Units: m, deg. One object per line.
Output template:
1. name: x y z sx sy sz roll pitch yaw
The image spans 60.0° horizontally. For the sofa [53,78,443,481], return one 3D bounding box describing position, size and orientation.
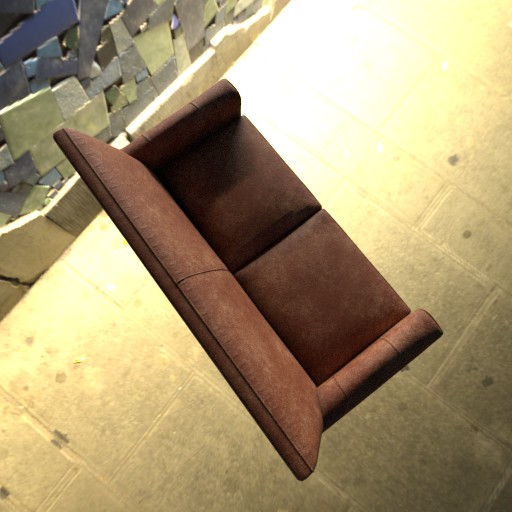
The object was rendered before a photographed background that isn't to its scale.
1. sofa: 0.000 0.000 1.961 0.787 0.871 1.473 -36 78 -9
